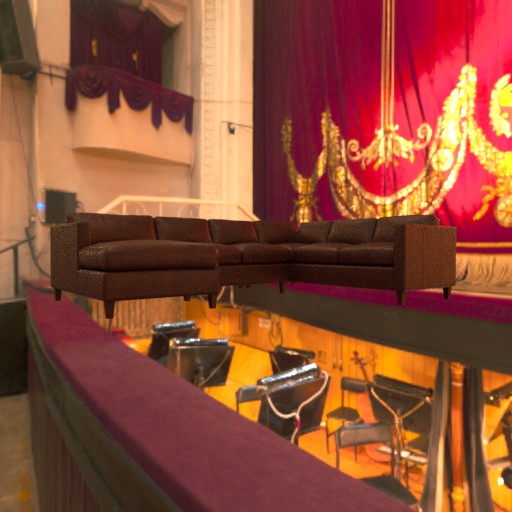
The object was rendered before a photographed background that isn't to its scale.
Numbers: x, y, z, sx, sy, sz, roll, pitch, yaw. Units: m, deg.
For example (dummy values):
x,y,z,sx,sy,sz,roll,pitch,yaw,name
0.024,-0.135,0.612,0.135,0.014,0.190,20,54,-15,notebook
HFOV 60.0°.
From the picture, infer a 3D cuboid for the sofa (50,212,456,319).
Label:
x,y,z,sx,sy,sz,roll,pitch,yaw,name
0.000,0.000,4.491,3.324,0.891,2.452,-1,1,-38,sofa
